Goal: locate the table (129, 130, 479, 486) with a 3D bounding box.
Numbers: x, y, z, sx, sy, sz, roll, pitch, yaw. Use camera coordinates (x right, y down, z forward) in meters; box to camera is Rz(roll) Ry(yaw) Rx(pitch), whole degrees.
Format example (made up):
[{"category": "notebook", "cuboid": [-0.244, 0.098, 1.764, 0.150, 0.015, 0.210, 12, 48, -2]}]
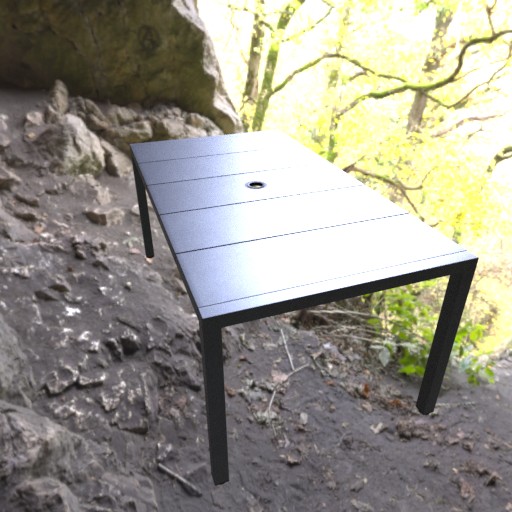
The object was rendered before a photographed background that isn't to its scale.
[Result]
[{"category": "table", "cuboid": [0.000, 0.000, 2.151, 0.914, 0.735, 1.680, -11, 32, -17]}]
